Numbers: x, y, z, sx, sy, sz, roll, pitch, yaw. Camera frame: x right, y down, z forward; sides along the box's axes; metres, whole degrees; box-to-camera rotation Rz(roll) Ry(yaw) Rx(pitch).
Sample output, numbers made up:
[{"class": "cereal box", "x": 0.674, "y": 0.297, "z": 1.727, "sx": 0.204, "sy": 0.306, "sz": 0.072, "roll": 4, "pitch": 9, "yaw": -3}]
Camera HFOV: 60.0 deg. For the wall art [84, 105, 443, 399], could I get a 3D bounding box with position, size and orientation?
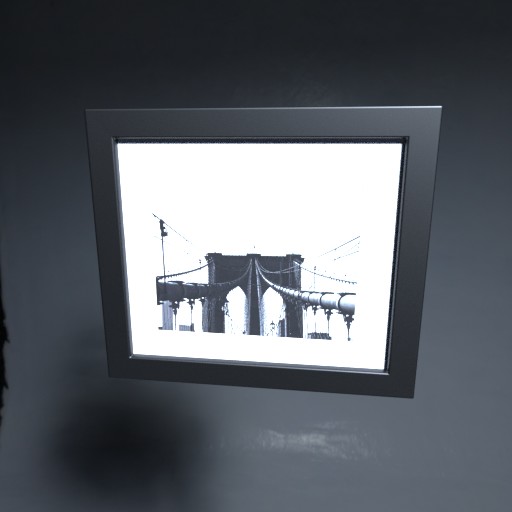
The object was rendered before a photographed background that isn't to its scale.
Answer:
[{"class": "wall art", "x": 0.000, "y": 0.000, "z": 0.521, "sx": 0.380, "sy": 0.330, "sz": 0.028, "roll": 2, "pitch": 15, "yaw": 7}]
